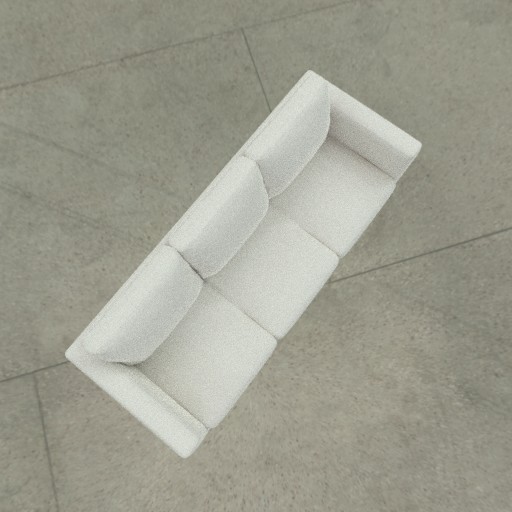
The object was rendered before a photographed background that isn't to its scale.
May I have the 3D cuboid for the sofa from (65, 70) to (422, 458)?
[{"bbox_3d":[0.000,0.000,2.510,0.802,0.912,2.029,37,79,9],"label":"sofa"}]
